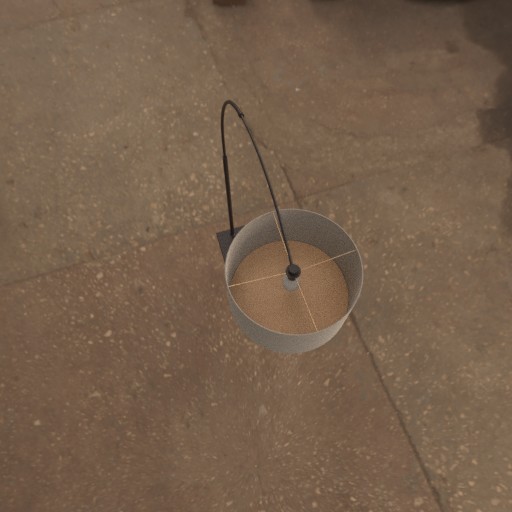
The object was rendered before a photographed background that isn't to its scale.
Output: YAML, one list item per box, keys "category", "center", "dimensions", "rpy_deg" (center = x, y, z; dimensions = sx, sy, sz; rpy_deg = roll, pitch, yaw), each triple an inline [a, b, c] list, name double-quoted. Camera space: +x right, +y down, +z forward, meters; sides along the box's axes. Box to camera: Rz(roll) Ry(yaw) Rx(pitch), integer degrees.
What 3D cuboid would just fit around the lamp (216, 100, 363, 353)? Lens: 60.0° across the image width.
- category: "lamp"
  center: [0.000, 0.000, 2.533]
  dimensions: [0.493, 1.927, 1.424]
  rpy_deg: [-15, 66, -7]
